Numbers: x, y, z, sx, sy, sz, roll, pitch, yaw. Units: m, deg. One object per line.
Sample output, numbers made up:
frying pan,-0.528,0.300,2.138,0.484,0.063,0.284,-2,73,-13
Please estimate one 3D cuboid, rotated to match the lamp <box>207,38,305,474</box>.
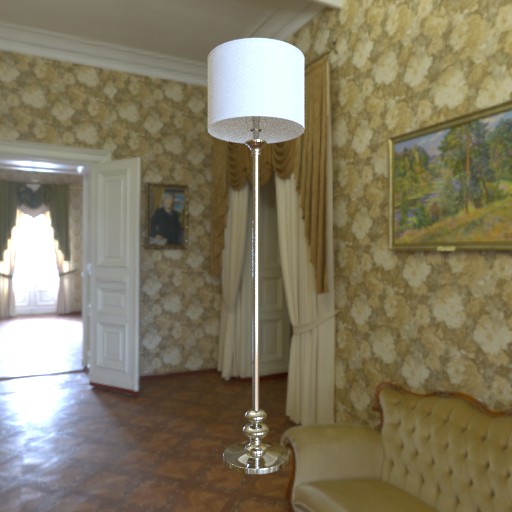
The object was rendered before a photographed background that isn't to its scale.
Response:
lamp,0.000,0.000,1.634,0.356,1.487,0.356,0,0,18
